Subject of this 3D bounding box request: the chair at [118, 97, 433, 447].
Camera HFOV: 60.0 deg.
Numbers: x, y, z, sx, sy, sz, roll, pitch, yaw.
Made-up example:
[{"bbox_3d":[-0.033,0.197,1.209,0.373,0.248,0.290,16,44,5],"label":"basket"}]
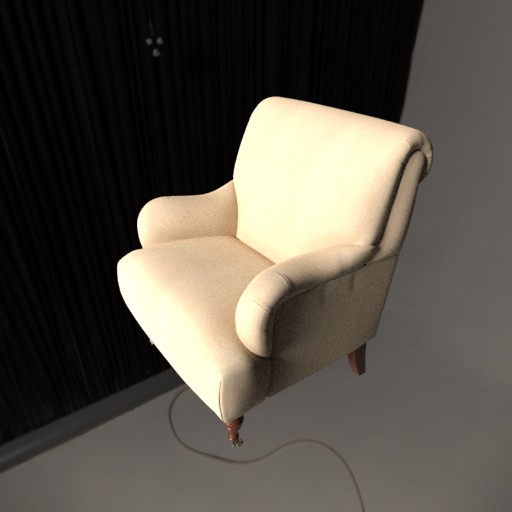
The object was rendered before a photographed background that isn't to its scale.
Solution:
[{"bbox_3d":[0.000,0.000,1.578,0.842,0.944,0.766,-20,35,-31],"label":"chair"}]
